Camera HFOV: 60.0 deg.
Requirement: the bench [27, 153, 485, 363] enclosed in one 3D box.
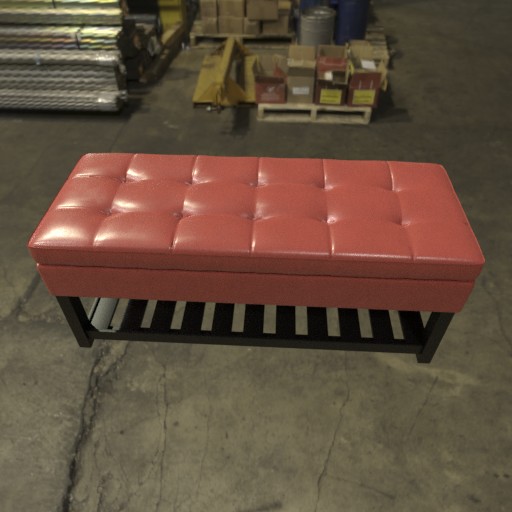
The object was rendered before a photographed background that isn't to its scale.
[{"bbox_3d":[0.000,0.000,1.343,1.105,0.460,0.432,2,44,2],"label":"bench"}]
